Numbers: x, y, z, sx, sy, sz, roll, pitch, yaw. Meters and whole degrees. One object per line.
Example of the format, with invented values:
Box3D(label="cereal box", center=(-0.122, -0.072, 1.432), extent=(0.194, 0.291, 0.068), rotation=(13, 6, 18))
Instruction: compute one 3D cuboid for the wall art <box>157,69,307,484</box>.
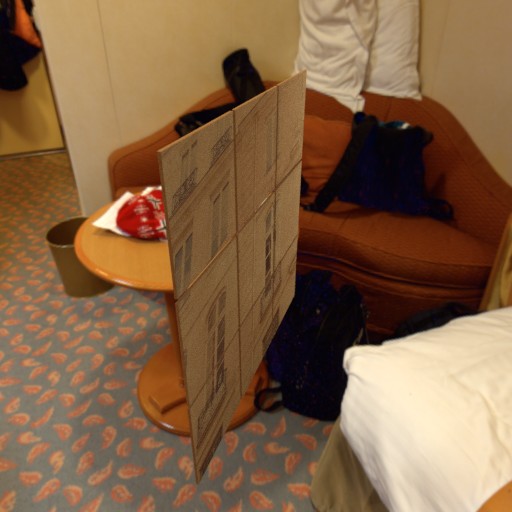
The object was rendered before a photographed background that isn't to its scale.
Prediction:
Box3D(label="wall art", center=(0.000, 0.000, 2.205), extent=(0.023, 1.522, 1.526), rotation=(11, 33, 17))
